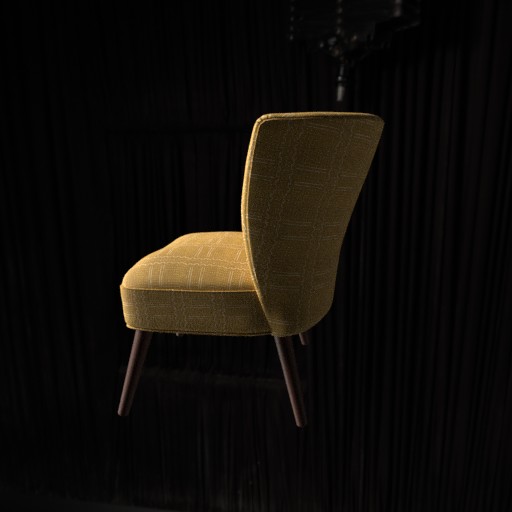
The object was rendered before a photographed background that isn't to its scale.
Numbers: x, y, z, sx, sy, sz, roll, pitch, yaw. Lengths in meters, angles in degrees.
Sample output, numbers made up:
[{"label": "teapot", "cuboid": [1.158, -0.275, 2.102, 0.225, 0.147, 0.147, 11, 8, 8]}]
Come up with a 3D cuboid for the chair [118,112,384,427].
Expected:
[{"label": "chair", "cuboid": [0.000, 0.000, 1.449, 0.758, 0.866, 0.706, 2, 14, 7]}]
